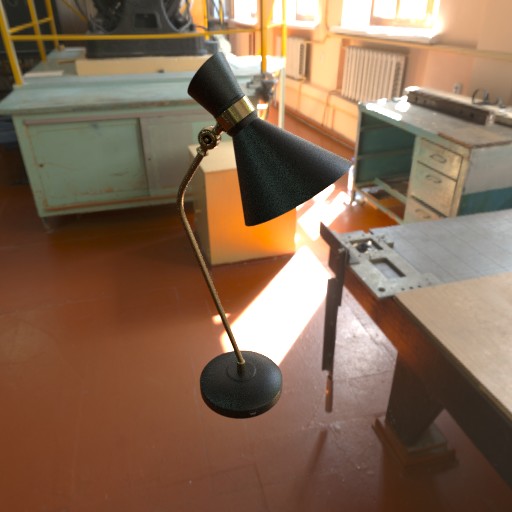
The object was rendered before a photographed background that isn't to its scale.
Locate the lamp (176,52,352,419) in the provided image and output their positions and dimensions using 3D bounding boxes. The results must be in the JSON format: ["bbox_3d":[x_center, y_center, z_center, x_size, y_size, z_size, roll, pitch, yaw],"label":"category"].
[{"bbox_3d":[0.000,0.000,0.772,0.292,0.647,0.189,10,31,16],"label":"lamp"}]
